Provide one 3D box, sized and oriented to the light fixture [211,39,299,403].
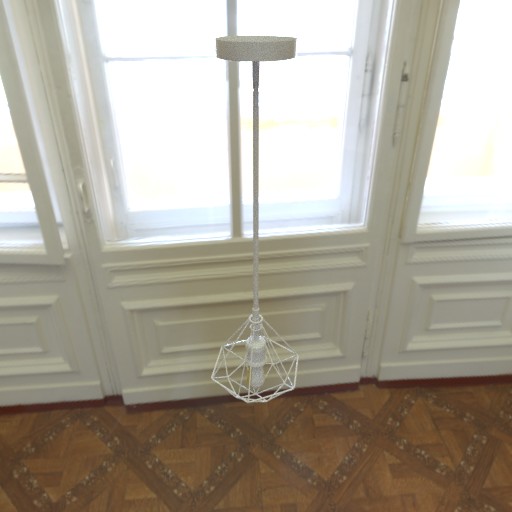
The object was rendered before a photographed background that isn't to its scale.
[{"bbox_3d":[0.000,0.000,1.996,0.487,1.764,0.431,22,37,33],"label":"light fixture"}]
